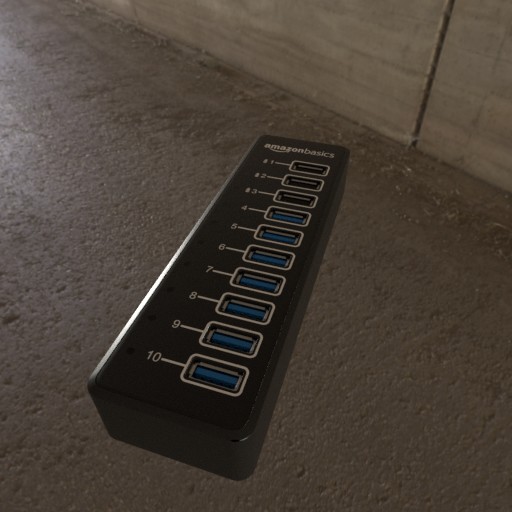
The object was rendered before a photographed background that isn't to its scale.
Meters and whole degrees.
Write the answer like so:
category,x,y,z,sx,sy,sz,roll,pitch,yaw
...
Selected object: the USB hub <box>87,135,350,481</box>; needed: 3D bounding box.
category,x,y,z,sx,sy,sz,roll,pitch,yaw
USB hub,0.000,0.000,0.162,0.044,0.023,0.145,12,43,13
